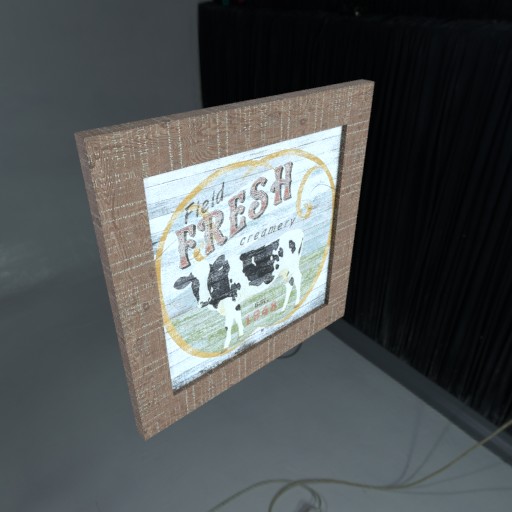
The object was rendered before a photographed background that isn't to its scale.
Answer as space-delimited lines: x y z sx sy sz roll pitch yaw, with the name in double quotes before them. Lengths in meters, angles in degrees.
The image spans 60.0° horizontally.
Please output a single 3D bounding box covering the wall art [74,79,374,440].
"wall art" 0.000 0.000 0.790 0.531 0.531 0.029 -24 39 -34
